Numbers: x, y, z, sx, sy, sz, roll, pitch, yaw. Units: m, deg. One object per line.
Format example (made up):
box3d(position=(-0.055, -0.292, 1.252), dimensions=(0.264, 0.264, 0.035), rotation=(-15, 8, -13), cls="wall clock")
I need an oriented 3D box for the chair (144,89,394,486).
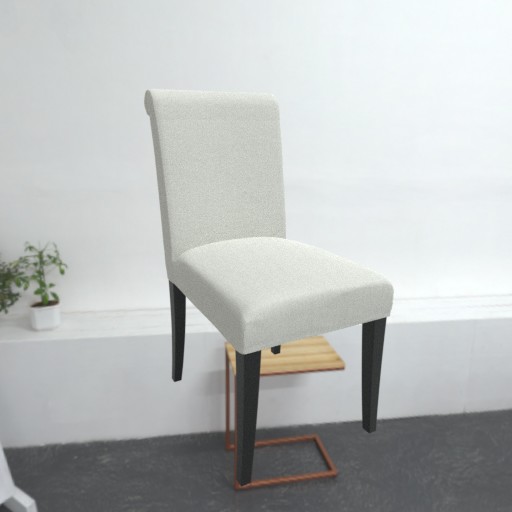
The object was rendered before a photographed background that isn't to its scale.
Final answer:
box3d(position=(0.000, 0.000, 1.344), dimensions=(0.452, 0.976, 0.708), rotation=(-9, 18, -27), cls="chair")
